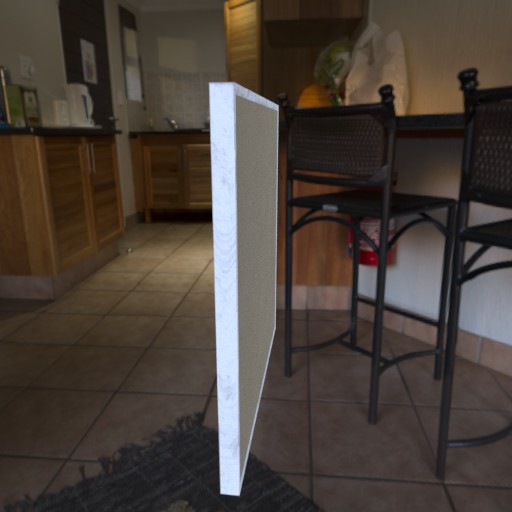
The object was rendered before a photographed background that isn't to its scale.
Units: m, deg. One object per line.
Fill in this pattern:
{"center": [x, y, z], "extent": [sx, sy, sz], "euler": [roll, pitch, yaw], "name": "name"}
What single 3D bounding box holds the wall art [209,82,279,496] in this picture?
{"center": [0.000, 0.000, 1.125], "extent": [0.038, 0.757, 0.760], "euler": [2, 16, 7], "name": "wall art"}
